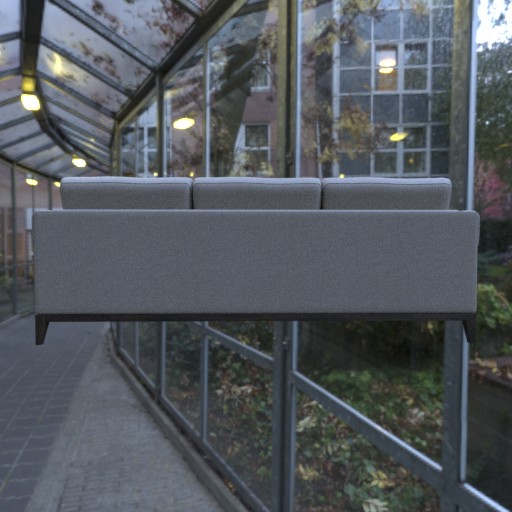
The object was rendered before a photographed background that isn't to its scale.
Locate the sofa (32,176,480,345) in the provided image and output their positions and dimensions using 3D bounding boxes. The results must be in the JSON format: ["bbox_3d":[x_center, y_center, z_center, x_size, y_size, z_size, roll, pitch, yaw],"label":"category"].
[{"bbox_3d":[0.000,0.000,2.642,2.210,0.838,0.959,0,2,-1],"label":"sofa"}]
